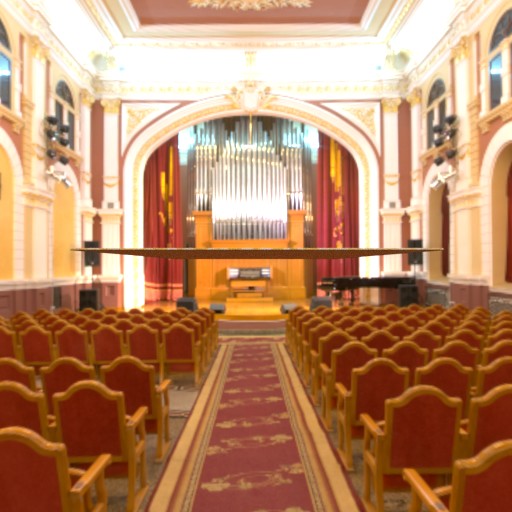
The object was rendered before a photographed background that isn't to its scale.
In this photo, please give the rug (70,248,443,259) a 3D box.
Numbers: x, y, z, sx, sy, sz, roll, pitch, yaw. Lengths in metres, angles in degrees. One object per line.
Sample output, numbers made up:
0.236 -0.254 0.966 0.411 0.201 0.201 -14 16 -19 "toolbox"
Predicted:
0.000 0.000 2.991 1.511 0.010 2.424 0 -1 0 "rug"
